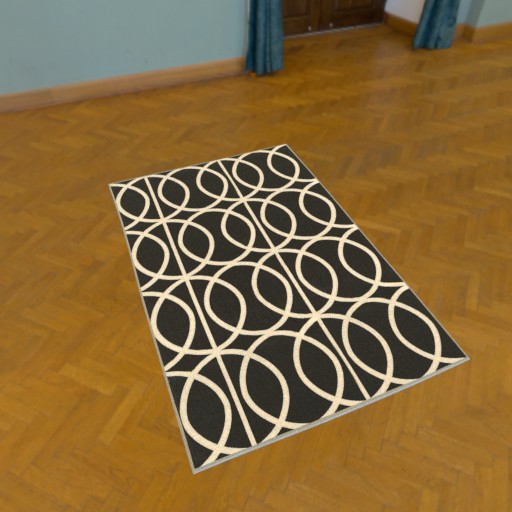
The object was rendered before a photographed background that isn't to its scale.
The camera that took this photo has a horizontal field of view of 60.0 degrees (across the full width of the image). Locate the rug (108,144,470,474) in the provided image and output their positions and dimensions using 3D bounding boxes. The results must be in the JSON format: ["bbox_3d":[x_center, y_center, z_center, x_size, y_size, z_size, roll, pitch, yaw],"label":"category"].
[{"bbox_3d":[0.000,0.000,2.878,1.528,0.014,2.294,-16,48,-15],"label":"rug"}]
